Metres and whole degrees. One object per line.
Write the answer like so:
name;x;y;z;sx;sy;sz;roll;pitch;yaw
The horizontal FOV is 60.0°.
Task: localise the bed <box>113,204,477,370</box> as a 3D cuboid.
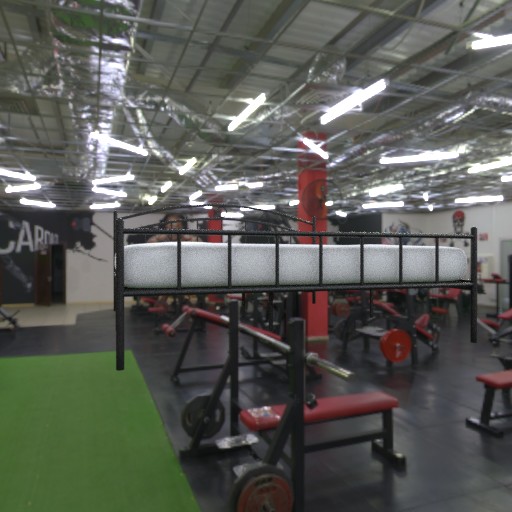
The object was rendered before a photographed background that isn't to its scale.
bed;0.000;0.000;3.087;1.880;0.940;2.040;0;0;-18
